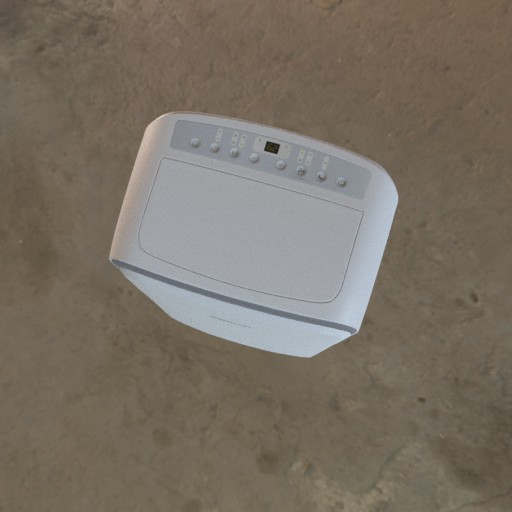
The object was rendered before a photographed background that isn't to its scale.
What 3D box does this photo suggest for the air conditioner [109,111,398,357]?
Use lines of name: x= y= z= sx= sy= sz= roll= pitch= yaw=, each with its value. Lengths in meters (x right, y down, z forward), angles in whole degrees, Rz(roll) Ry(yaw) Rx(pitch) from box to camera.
air conditioner: x=0.000 y=0.000 z=0.982 sx=0.454 sy=0.700 sz=0.365 roll=16 pitch=77 yaw=4
